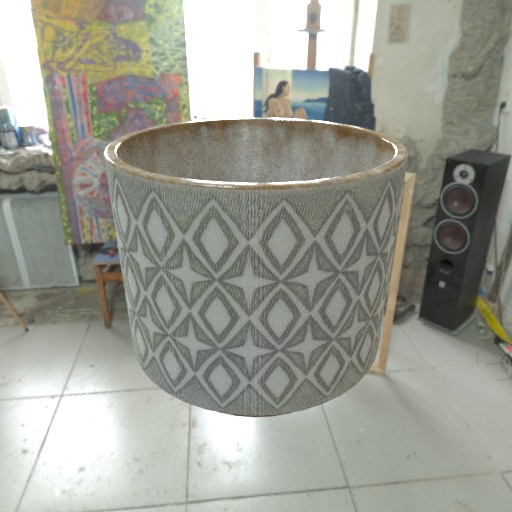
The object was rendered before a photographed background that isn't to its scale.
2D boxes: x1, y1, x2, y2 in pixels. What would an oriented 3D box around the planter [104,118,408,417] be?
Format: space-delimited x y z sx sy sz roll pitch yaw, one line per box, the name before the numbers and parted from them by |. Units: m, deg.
planter | 0.000 0.000 0.437 0.255 0.223 0.255 0 27 0
